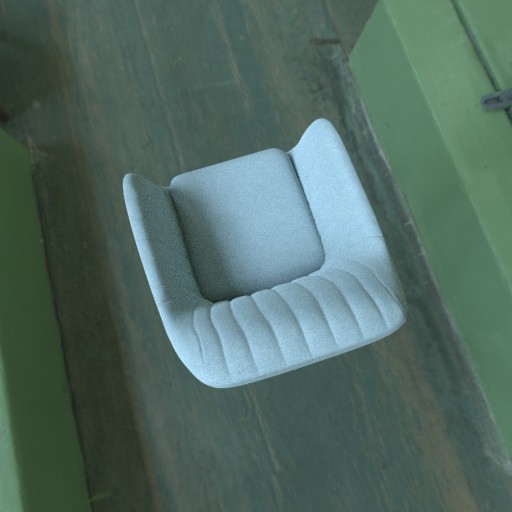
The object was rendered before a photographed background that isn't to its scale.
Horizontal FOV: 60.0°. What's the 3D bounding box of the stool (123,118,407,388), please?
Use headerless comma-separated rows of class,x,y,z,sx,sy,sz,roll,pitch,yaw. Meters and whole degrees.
stool,0.000,0.000,1.157,0.503,0.830,0.590,-17,76,-4
